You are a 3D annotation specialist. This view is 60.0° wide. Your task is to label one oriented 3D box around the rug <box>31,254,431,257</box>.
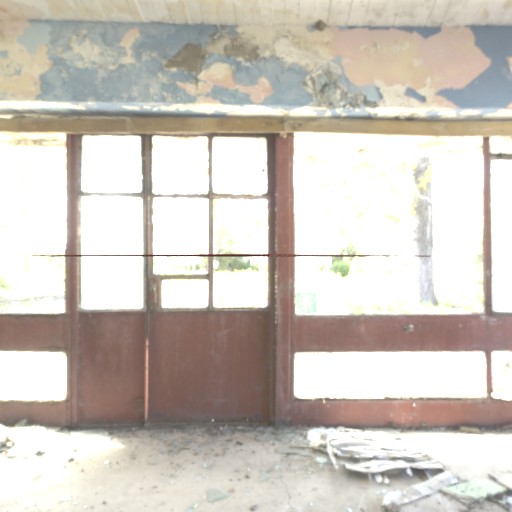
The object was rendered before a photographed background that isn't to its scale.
[{"bbox_3d":[0.000,0.000,4.197,2.387,0.013,3.053,0,0,36],"label":"rug"}]
